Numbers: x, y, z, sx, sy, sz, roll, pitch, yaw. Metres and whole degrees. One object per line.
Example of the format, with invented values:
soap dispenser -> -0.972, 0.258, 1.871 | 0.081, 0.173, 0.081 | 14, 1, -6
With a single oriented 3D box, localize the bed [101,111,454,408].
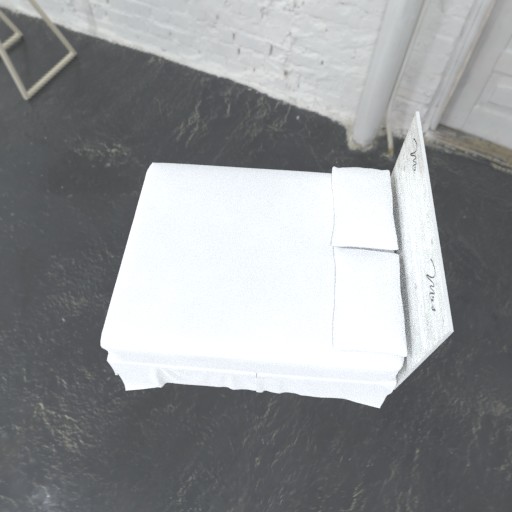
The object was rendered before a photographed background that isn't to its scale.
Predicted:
bed -> 0.000, 0.000, 3.207 | 2.094, 1.335, 1.745 | 4, 59, 2
